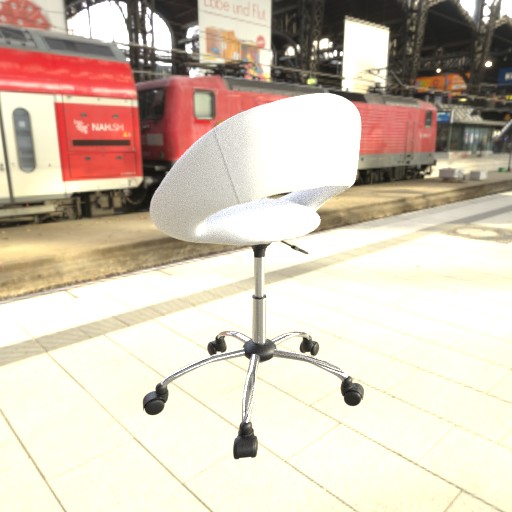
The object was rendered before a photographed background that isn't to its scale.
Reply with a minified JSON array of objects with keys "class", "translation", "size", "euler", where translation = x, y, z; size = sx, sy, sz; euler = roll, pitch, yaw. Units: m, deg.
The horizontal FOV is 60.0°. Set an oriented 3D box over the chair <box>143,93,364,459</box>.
[{"class":"chair","translation":[0.000,0.000,1.188],"size":[0.538,0.791,0.612],"euler":[14,20,43]}]
